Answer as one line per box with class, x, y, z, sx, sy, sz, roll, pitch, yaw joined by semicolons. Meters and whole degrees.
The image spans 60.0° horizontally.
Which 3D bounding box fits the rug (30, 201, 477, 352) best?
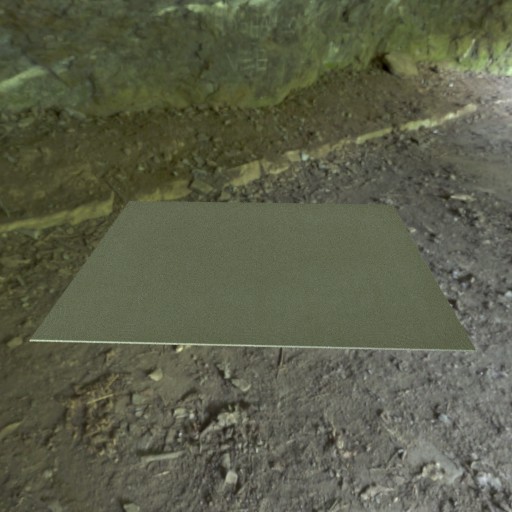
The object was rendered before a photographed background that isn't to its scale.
rug;0.000;0.000;3.450;2.584;0.011;2.073;1;30;2
